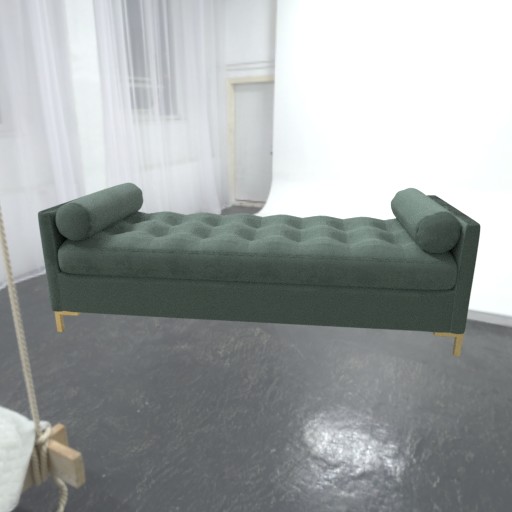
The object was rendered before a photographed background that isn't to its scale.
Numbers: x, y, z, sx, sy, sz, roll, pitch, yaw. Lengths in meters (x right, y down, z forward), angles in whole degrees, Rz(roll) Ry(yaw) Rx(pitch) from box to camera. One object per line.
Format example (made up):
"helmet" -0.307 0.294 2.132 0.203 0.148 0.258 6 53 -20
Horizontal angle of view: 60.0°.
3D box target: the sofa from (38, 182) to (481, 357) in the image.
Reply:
"sofa" 0.000 0.000 2.491 2.102 0.705 0.796 2 18 7
